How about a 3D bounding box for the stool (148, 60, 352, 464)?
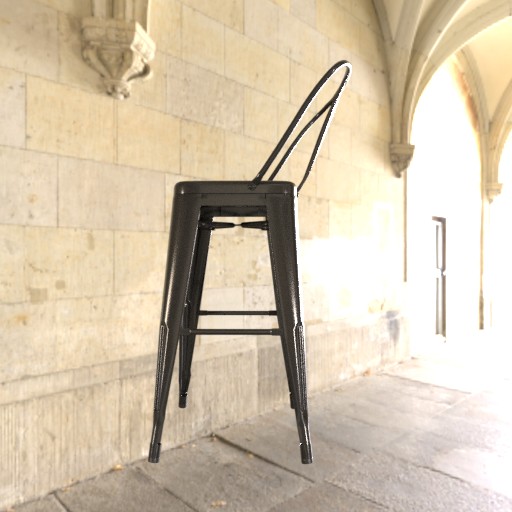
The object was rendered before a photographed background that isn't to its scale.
[{"bbox_3d":[0.000,0.000,1.291,0.528,1.022,0.432,0,0,1],"label":"stool"}]
